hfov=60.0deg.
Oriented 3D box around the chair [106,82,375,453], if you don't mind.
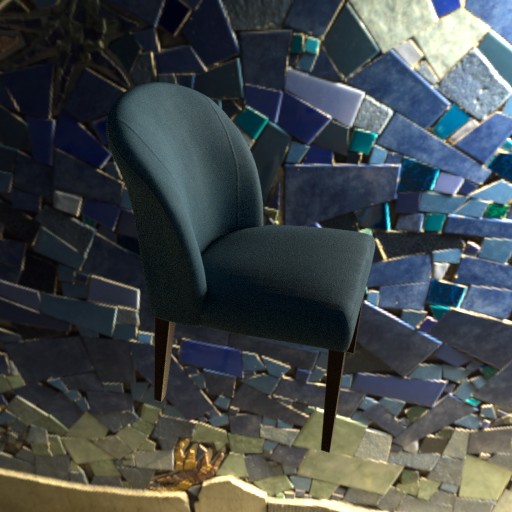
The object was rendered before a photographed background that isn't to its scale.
[{"bbox_3d":[0.000,0.000,1.243,0.620,0.879,0.507,10,31,17],"label":"chair"}]
